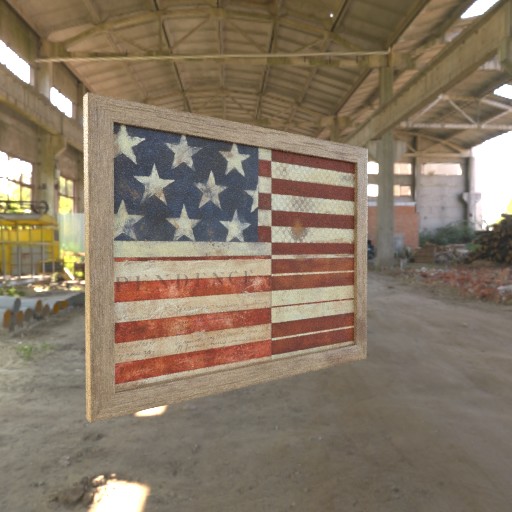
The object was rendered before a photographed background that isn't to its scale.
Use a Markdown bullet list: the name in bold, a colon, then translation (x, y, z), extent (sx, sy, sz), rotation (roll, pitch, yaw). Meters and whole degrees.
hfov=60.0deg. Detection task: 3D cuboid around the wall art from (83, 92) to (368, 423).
- **wall art**: translation (0.000, 0.000, 0.931), extent (0.690, 0.535, 0.026), rotation (-1, 2, -37)
